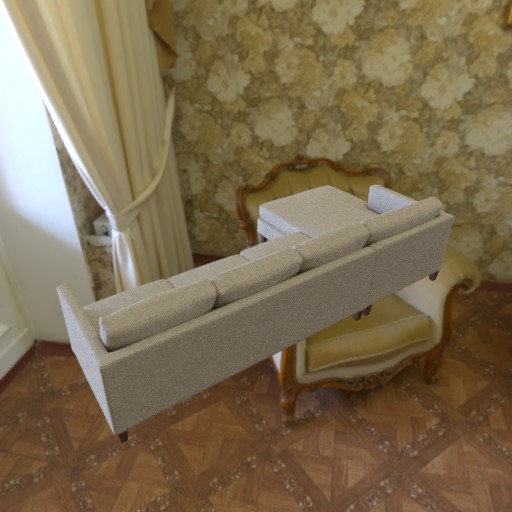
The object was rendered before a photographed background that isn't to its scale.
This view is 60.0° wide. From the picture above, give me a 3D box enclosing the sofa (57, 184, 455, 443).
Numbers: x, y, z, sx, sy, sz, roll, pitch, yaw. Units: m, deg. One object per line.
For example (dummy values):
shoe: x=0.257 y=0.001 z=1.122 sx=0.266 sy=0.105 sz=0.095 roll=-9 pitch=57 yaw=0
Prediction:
sofa: x=0.000 y=0.000 z=3.832 sx=3.186 sy=0.846 sz=1.625 roll=-20 pitch=37 yaw=-29
